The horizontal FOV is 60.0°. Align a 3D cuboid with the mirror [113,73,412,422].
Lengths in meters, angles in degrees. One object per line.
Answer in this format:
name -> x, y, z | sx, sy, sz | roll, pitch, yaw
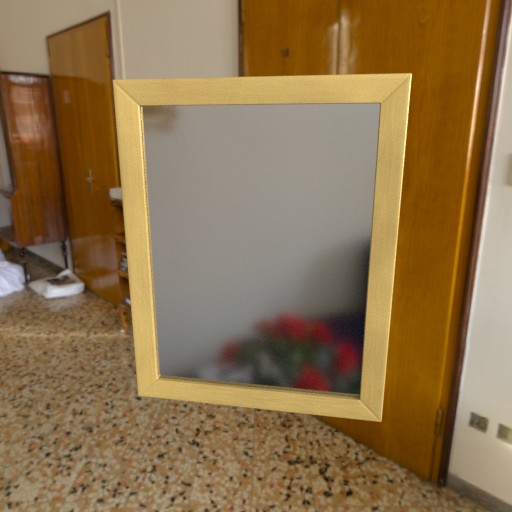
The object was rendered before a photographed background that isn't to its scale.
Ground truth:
mirror -> 0.000, 0.000, 0.678 | 0.405, 0.508, 0.041 | 3, 16, 10
